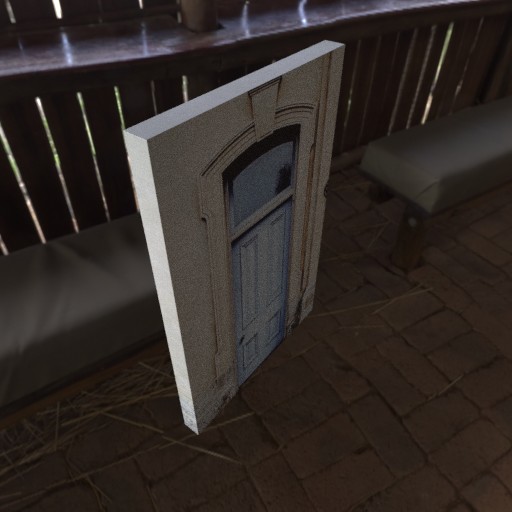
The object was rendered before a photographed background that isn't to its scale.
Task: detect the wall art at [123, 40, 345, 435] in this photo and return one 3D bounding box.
[{"bbox_3d":[0.000,0.000,0.771,0.036,0.607,0.403,27,48,27],"label":"wall art"}]
